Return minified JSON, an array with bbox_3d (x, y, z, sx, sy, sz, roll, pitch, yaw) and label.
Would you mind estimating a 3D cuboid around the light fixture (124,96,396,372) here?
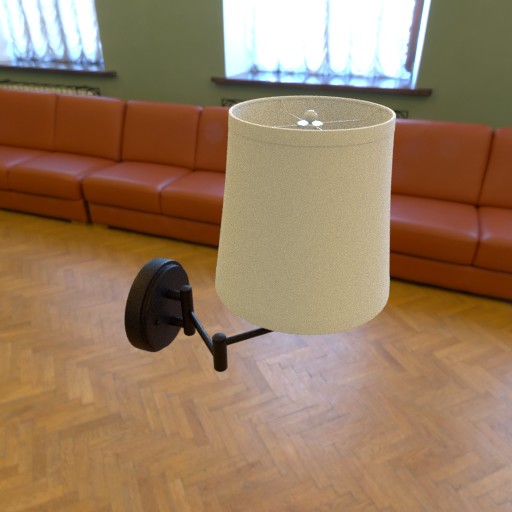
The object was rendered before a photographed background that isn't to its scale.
[{"bbox_3d":[0.000,0.000,0.264,0.157,0.172,0.100,10,31,17],"label":"light fixture"}]
